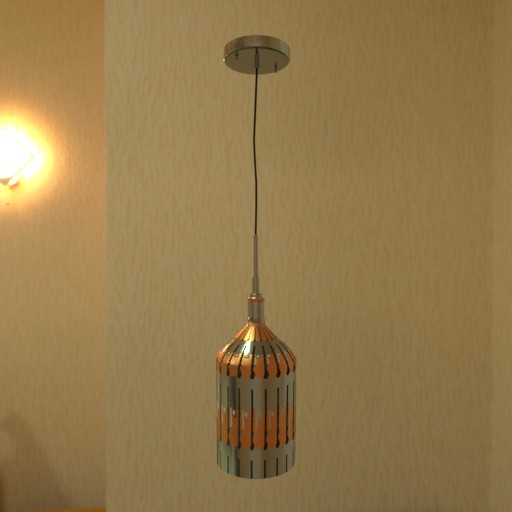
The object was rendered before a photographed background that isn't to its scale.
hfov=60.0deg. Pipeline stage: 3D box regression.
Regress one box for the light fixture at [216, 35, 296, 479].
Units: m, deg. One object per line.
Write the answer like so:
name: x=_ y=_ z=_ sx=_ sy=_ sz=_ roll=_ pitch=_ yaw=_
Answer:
light fixture: x=0.000 y=0.000 z=1.668 sx=0.303 sy=1.535 sz=0.303 roll=0 pitch=1 yaw=0
